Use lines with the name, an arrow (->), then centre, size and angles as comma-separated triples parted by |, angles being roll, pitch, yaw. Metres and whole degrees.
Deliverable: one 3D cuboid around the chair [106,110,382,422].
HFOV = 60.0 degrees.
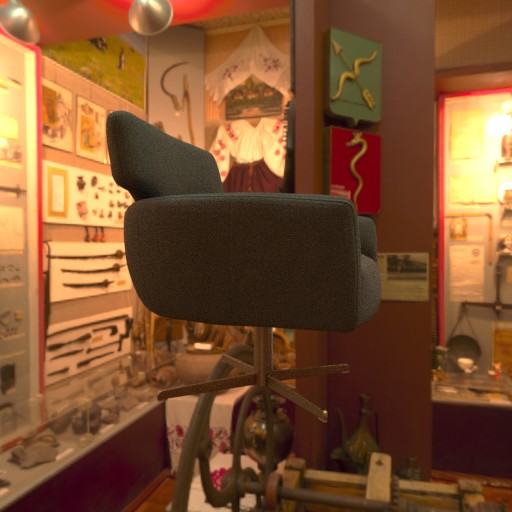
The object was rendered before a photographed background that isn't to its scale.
chair -> 0.000, 0.000, 1.397 | 0.761, 0.813, 0.738 | 0, 1, 18
